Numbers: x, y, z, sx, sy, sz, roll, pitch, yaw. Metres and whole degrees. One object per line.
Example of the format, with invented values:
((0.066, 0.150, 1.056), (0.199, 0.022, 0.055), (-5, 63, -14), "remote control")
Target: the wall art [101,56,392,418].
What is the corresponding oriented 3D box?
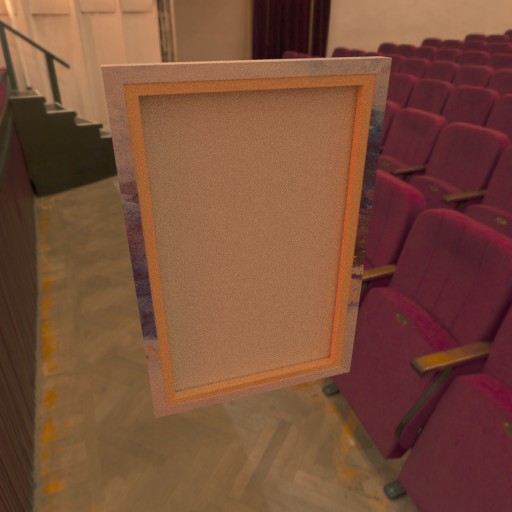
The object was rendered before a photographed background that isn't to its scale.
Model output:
((0.000, 0.000, 1.081), (0.583, 0.874, 0.048), (-9, 30, -15), "wall art")
